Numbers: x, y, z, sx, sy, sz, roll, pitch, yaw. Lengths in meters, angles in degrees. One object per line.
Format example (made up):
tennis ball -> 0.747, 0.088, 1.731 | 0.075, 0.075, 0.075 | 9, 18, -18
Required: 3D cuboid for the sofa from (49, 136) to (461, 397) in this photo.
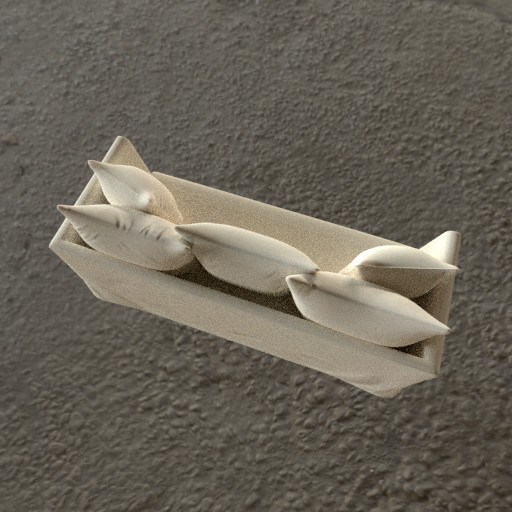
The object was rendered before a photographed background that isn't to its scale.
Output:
sofa -> 0.000, 0.000, 3.037 | 2.484, 1.042, 1.030 | 17, 65, 9
